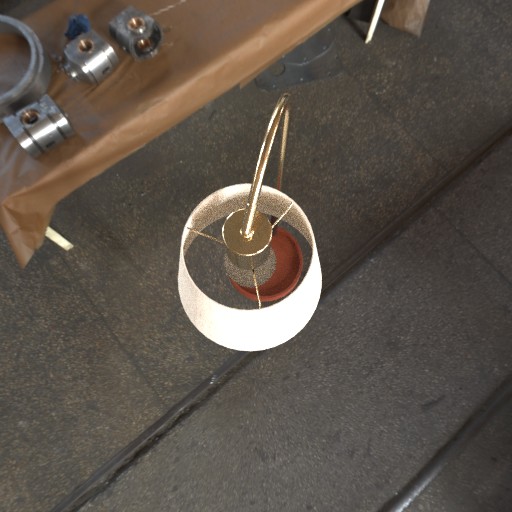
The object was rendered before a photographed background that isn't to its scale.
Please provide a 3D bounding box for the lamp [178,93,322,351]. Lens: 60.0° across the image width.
[{"bbox_3d":[0.000,0.000,0.648,0.211,0.536,0.273,16,75,4],"label":"lamp"}]
